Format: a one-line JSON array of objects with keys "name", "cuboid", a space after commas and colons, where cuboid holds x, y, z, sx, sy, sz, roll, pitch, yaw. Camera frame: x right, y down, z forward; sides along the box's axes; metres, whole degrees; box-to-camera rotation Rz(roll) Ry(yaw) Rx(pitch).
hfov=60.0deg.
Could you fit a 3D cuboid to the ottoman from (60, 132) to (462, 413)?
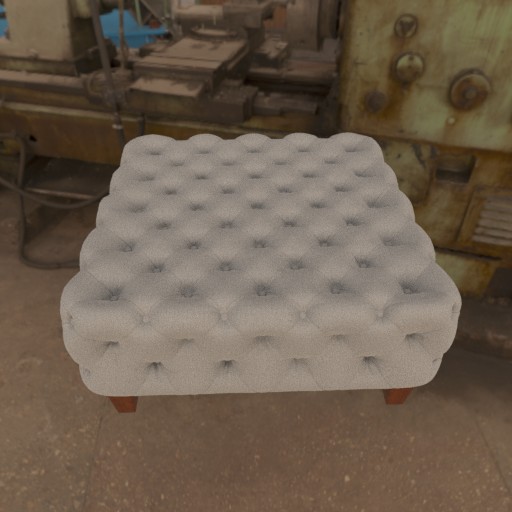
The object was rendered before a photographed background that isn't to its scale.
[{"name": "ottoman", "cuboid": [0.000, 0.000, 1.384, 0.917, 0.439, 0.911, -1, 40, -1]}]
